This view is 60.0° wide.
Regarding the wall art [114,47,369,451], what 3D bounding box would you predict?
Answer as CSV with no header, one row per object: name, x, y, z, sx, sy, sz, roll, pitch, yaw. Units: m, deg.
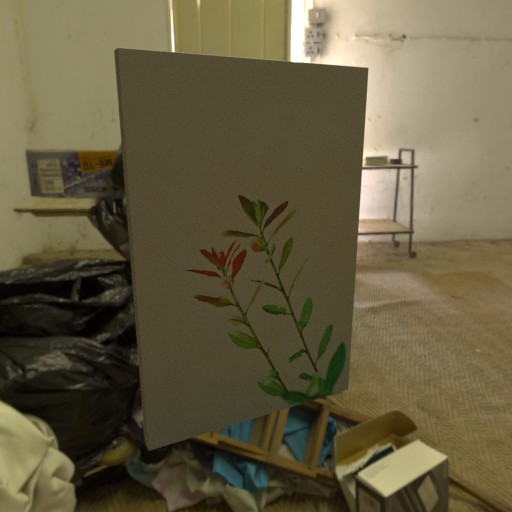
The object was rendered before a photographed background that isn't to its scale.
wall art,0.000,0.000,1.120,0.612,0.915,0.039,-8,17,-25
